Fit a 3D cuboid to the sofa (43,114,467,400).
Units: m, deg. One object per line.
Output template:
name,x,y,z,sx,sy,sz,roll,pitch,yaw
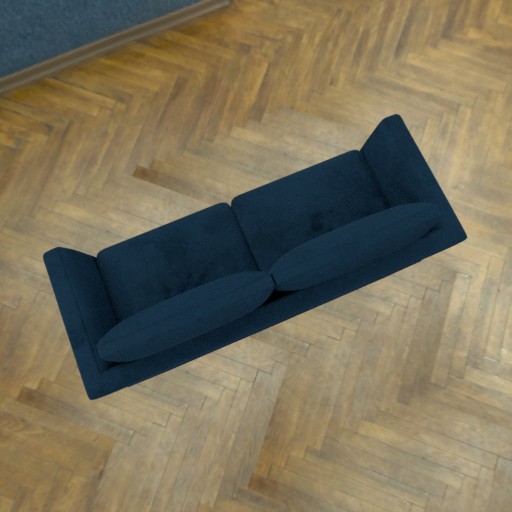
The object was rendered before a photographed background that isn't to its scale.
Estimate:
sofa,0.000,0.000,2.679,2.212,0.998,0.853,-22,77,-5
